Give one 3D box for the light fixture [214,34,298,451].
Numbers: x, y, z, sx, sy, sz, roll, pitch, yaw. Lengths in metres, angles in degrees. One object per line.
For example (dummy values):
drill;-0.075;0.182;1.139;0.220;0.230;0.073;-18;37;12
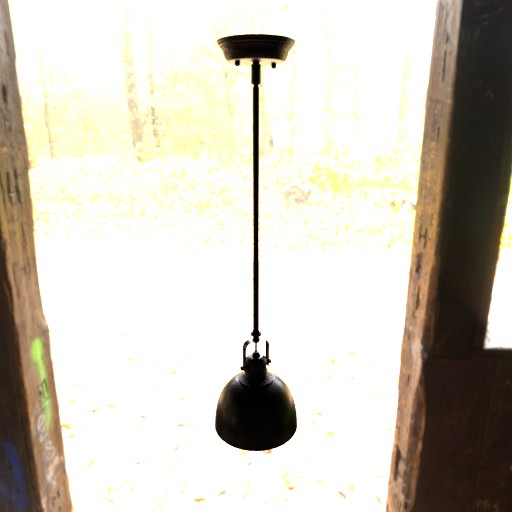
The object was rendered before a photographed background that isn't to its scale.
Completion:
light fixture;0.000;0.000;0.870;0.182;0.768;0.182;-8;18;-26
